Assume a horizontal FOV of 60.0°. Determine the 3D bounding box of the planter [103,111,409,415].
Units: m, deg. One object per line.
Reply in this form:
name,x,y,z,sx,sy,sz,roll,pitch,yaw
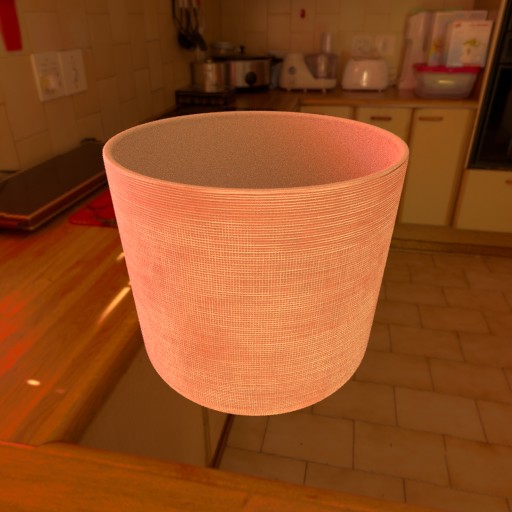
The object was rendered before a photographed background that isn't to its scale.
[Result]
planter,0.000,0.000,0.759,0.440,0.398,0.440,0,29,0
